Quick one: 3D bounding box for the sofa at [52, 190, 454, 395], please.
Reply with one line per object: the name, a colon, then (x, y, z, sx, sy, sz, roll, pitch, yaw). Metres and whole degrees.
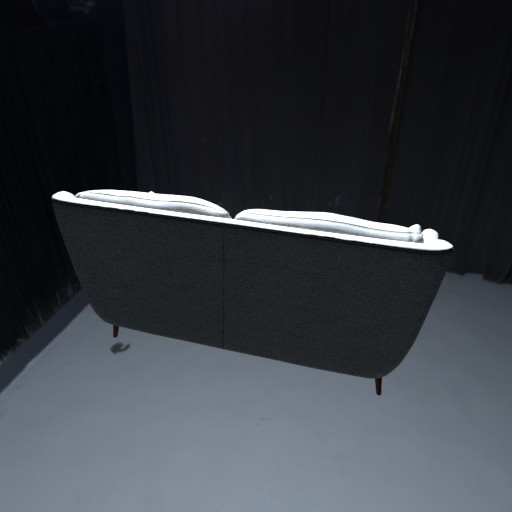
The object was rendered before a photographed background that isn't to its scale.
sofa: (0.000, 0.000, 2.481, 1.930, 0.897, 0.976, 9, 31, 14)
